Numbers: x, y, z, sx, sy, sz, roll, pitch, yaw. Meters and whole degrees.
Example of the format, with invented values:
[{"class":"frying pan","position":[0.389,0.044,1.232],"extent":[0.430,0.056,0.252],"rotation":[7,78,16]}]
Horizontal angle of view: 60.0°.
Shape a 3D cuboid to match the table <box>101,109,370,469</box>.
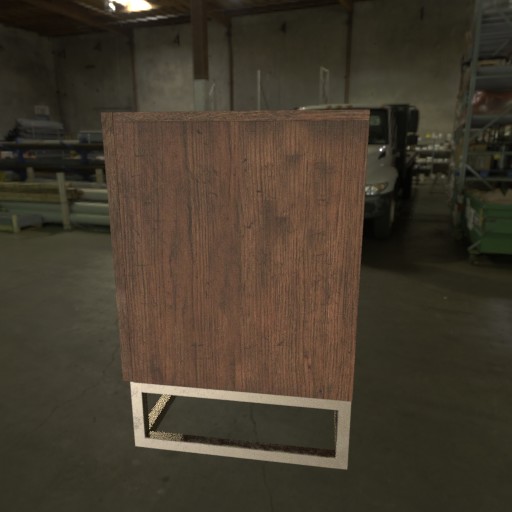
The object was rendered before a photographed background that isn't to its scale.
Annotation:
[{"class":"table","position":[0.000,0.000,1.272],"extent":[0.542,0.746,0.767],"rotation":[2,15,9]}]
